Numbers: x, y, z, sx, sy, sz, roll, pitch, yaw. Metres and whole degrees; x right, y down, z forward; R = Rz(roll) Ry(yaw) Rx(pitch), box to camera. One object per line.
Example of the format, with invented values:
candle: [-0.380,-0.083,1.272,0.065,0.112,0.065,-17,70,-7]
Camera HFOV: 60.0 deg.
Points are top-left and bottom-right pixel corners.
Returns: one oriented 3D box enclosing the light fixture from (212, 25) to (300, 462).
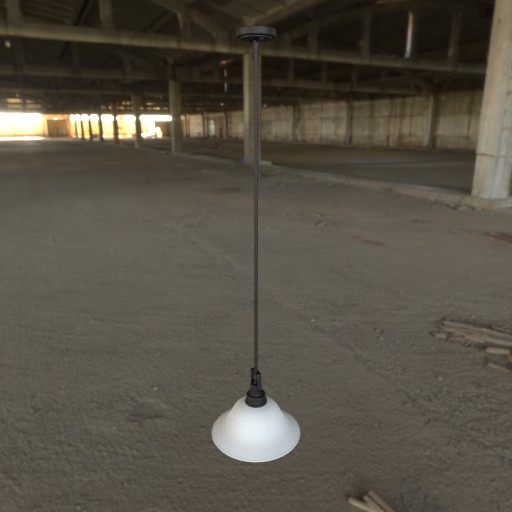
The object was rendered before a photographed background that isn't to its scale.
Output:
light fixture: [0.000,0.000,1.446,0.324,1.337,0.324,-8,18,-26]
